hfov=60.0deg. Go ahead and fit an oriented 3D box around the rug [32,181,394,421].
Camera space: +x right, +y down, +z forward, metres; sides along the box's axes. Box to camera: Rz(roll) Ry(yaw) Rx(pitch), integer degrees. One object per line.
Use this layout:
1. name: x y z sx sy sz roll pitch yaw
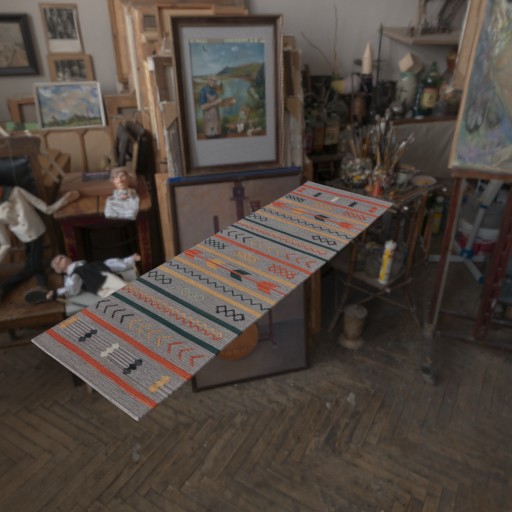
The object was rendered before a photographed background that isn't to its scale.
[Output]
1. rug: 0.000 0.000 2.653 0.744 0.022 2.419 21 37 31
